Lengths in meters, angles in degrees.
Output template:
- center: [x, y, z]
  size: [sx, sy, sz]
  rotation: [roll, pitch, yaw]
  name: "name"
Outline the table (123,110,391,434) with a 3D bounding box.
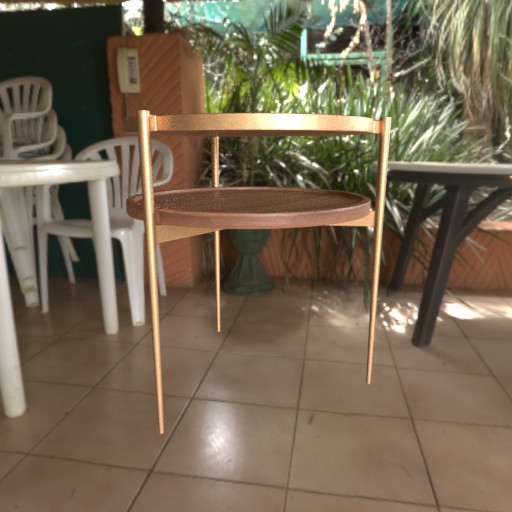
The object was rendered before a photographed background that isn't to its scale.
- center: [0.000, 0.000, 0.830]
  size: [0.456, 0.493, 0.430]
  rotation: [2, 14, 8]
  name: "table"
